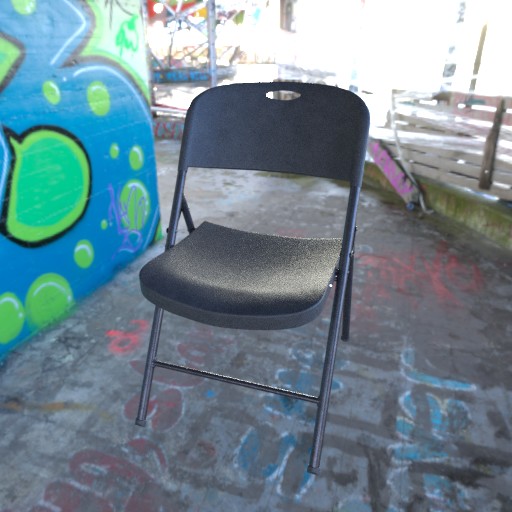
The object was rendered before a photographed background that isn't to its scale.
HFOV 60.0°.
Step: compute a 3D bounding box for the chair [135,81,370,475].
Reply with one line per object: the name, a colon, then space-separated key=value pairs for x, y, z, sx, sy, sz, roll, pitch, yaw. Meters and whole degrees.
chair: x=0.000 y=0.000 z=1.160 sx=0.494 sy=0.810 sz=0.567 roll=8 pitch=27 yaw=16
